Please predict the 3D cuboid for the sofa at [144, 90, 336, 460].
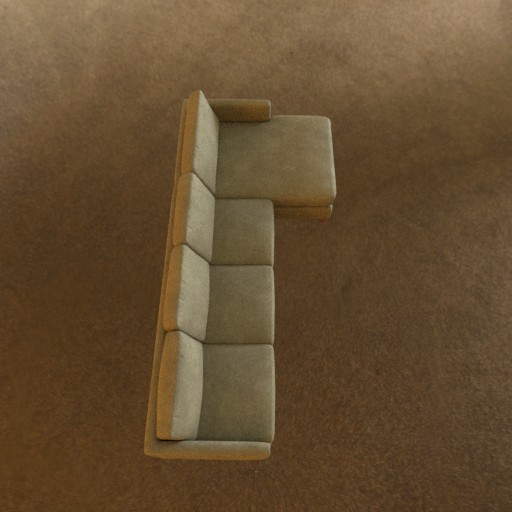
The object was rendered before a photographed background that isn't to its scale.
[{"bbox_3d":[0.000,0.000,4.157,1.604,0.950,3.471,1,64,0],"label":"sofa"}]
